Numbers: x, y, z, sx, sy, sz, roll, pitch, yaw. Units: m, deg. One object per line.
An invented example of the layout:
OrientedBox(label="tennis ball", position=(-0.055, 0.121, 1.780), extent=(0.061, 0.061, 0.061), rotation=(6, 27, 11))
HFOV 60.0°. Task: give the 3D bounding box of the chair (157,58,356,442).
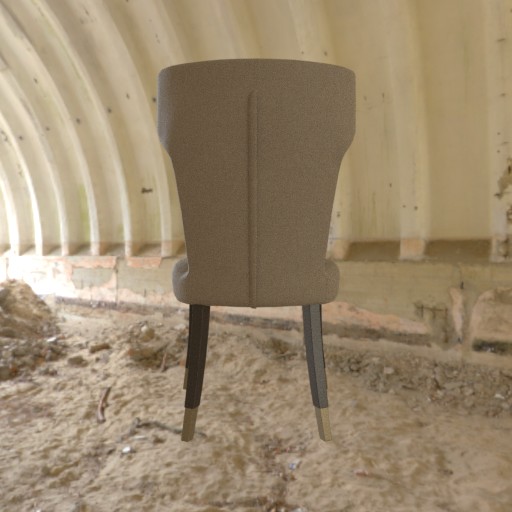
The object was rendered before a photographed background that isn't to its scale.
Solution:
OrientedBox(label="chair", position=(0.000, 0.000, 1.332), extent=(0.526, 0.955, 0.630), rotation=(0, 0, 0))
